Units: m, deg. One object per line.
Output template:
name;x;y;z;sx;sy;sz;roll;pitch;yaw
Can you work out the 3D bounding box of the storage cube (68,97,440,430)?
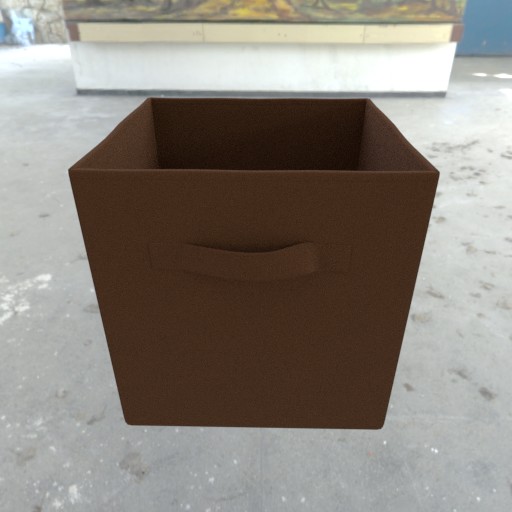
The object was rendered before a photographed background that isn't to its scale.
storage cube;0.000;0.000;0.485;0.270;0.280;0.270;1;31;1
